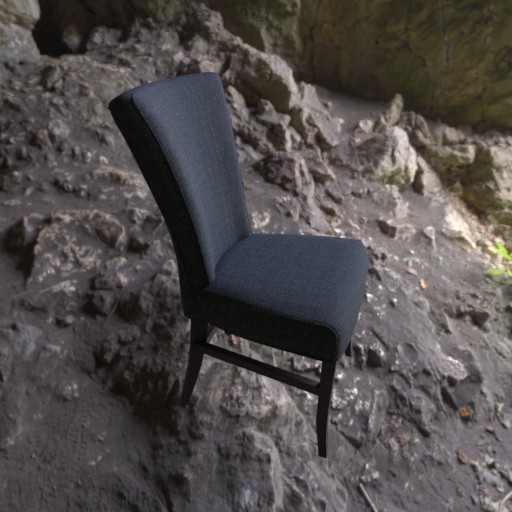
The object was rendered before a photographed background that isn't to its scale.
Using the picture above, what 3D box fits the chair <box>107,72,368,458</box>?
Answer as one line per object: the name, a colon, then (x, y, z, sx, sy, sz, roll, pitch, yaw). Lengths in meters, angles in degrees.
chair: (0.000, 0.000, 1.359, 0.660, 0.991, 0.520, 10, 30, 17)
